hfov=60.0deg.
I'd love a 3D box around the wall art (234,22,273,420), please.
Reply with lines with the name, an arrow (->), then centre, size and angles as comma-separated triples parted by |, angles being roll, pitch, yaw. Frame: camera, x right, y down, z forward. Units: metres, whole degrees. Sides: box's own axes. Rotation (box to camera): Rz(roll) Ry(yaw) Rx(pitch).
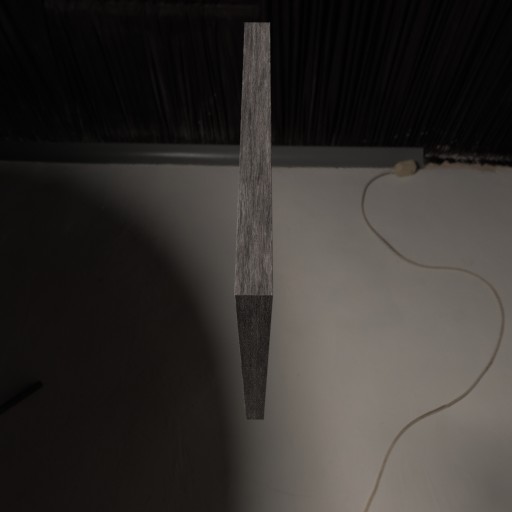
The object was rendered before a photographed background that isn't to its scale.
wall art -> 0.000, 0.000, 1.356 | 0.063, 1.016, 0.762 | 0, 59, 0
